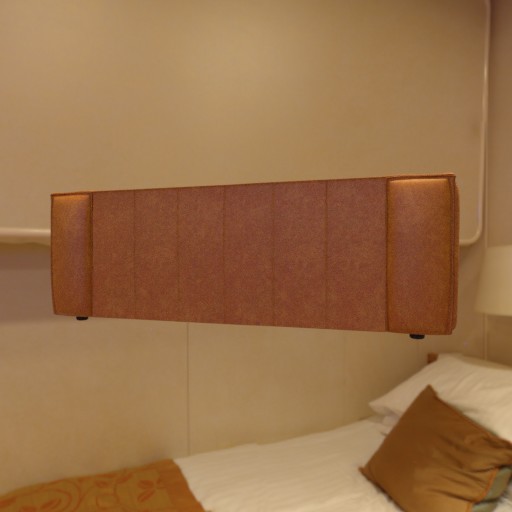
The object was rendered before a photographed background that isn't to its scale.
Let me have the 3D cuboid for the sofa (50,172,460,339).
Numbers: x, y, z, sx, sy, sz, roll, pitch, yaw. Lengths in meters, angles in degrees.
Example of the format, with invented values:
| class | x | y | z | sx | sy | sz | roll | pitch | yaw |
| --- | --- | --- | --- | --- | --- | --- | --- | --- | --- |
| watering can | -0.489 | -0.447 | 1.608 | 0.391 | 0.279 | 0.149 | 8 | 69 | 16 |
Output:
| class | x | y | z | sx | sy | sz | roll | pitch | yaw |
| --- | --- | --- | --- | --- | --- | --- | --- | --- | --- |
| sofa | 0.000 | 0.000 | 2.590 | 2.088 | 0.703 | 1.102 | 0 | 1 | 18 |
